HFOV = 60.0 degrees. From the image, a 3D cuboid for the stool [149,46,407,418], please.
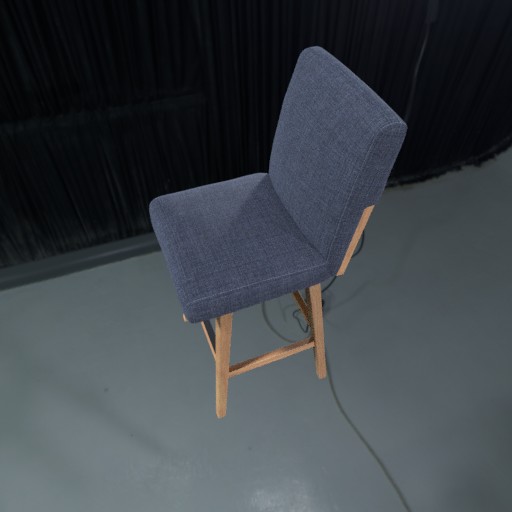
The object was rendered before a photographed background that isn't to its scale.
[{"bbox_3d":[0.000,0.000,1.429,0.570,1.112,0.483,-17,51,-14],"label":"stool"}]
